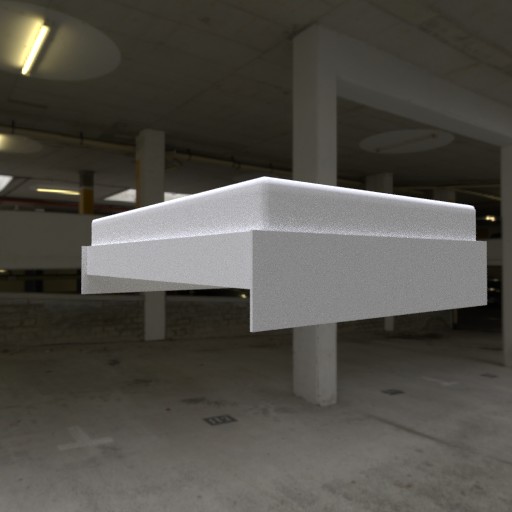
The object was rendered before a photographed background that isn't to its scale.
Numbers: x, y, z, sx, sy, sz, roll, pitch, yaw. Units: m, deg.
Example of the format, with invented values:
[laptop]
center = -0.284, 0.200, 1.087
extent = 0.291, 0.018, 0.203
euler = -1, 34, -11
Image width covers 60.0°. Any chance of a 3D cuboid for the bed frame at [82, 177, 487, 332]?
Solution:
[bed frame]
center = 0.000, 0.000, 2.583
extent = 1.445, 0.497, 1.945
euler = 0, -1, -36
